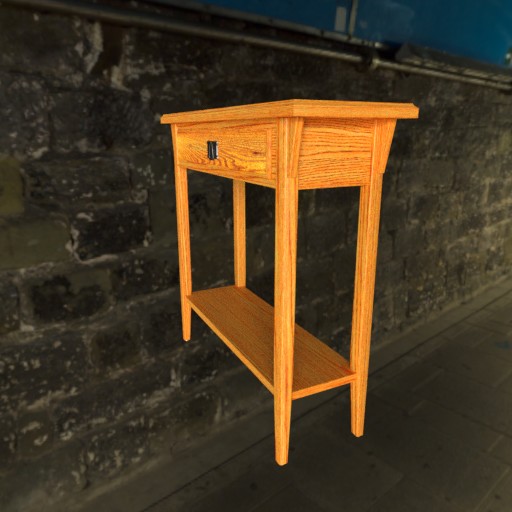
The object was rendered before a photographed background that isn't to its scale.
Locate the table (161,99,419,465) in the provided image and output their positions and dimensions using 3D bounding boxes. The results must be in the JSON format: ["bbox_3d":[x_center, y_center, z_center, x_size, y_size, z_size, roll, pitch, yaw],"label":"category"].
[{"bbox_3d":[0.000,0.000,1.141,0.254,0.711,0.762,-8,17,-25],"label":"table"}]
